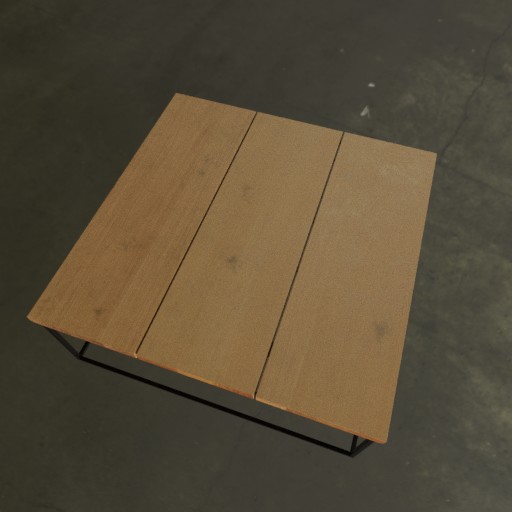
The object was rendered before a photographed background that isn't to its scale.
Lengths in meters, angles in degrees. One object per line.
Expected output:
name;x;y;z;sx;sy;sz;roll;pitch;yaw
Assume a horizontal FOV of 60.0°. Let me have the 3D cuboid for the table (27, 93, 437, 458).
table;0.000;0.000;1.700;1.100;0.400;1.100;16;60;10
